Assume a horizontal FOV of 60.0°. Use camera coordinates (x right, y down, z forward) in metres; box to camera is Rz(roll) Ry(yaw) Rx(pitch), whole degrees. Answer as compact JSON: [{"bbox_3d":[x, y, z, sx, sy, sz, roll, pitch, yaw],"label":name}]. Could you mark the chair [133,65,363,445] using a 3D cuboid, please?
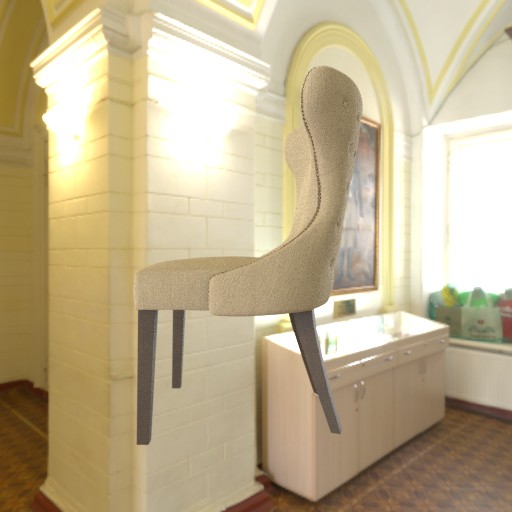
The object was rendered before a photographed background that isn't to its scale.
[{"bbox_3d":[0.000,0.000,1.392,0.635,0.967,0.628,0,0,0],"label":"chair"}]
